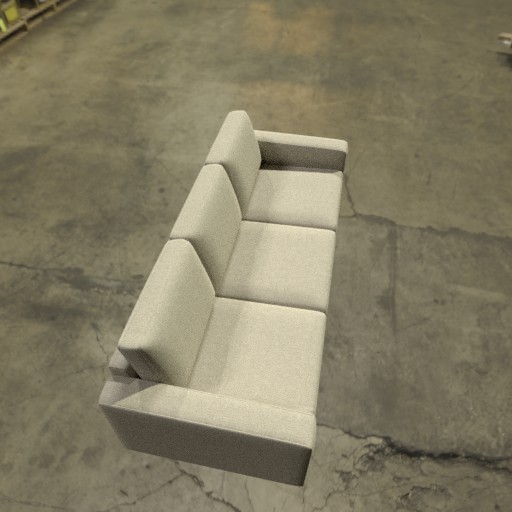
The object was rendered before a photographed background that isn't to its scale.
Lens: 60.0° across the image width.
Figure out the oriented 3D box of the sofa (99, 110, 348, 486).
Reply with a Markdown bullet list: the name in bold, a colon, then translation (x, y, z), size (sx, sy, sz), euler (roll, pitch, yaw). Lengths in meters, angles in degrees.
- **sofa**: translation (0.000, 0.000, 2.563), size (0.900, 0.800, 2.160), euler (9, 48, 8)
